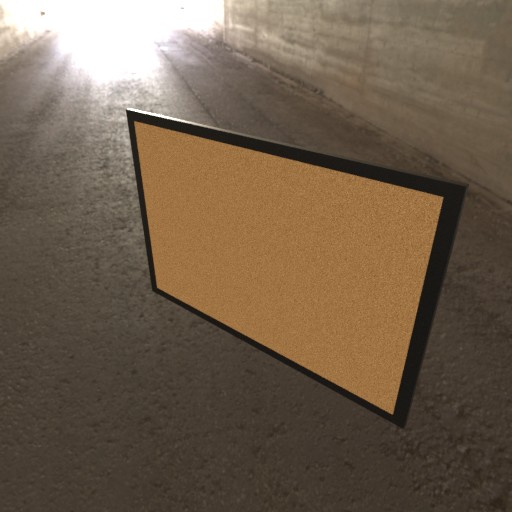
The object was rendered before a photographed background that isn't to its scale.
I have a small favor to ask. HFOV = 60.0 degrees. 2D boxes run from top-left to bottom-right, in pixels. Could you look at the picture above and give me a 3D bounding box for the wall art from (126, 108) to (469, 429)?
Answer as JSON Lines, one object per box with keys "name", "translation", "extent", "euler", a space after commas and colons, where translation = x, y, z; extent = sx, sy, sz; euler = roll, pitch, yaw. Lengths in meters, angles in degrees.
{"name": "wall art", "translation": [0.000, 0.000, 1.029], "extent": [0.819, 0.552, 0.015], "euler": [22, 37, 32]}
